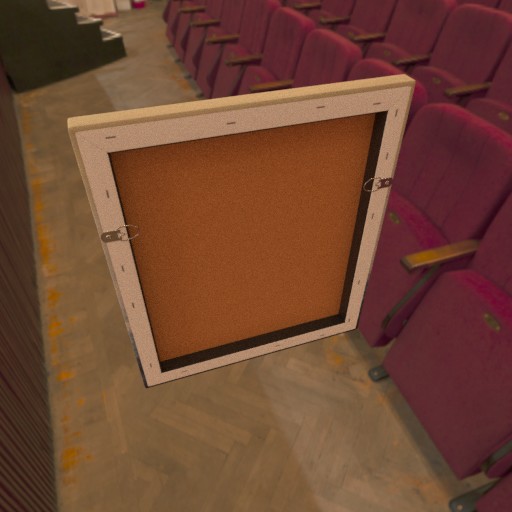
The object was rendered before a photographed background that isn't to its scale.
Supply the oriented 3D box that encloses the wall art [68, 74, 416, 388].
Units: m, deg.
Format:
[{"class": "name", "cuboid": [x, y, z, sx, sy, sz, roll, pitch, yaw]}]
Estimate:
[{"class": "wall art", "cuboid": [0.000, 0.000, 0.981, 0.608, 0.710, 0.041, -13, 43, -14]}]
